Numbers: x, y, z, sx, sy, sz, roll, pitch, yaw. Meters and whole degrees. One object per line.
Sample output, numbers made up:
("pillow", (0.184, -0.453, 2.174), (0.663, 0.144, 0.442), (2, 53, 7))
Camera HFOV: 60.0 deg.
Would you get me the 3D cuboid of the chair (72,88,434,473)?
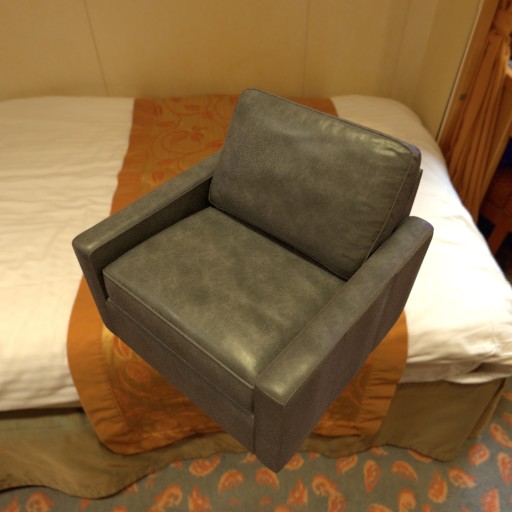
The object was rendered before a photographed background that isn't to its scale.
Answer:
("chair", (0.000, 0.000, 1.705), (1.006, 0.916, 0.939), (31, 53, 27))
